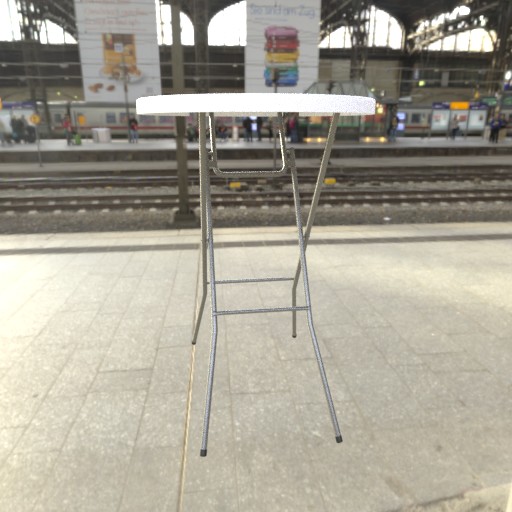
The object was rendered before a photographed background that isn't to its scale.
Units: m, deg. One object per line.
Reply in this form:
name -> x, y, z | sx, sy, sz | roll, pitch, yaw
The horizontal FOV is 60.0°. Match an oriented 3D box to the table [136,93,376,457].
table -> 0.000, 0.000, 1.670 | 0.792, 1.105, 0.795 | -2, 17, -8
